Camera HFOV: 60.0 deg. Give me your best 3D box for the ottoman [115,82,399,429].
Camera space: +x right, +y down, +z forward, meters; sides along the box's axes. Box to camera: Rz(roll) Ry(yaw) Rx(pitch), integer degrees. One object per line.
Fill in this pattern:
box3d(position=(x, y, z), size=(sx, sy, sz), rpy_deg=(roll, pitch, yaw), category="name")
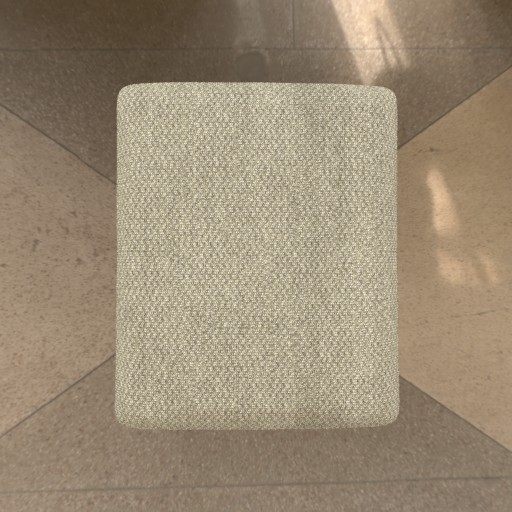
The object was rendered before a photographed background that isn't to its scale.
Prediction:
box3d(position=(0.000, 0.000, 1.097), size=(0.603, 0.476, 0.751), rpy_deg=(0, 89, -1), category="ottoman")
